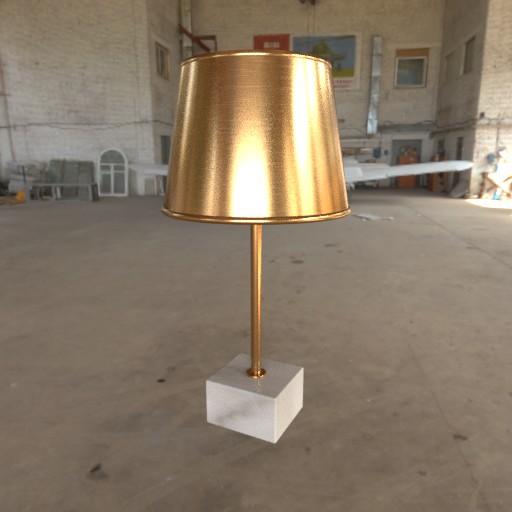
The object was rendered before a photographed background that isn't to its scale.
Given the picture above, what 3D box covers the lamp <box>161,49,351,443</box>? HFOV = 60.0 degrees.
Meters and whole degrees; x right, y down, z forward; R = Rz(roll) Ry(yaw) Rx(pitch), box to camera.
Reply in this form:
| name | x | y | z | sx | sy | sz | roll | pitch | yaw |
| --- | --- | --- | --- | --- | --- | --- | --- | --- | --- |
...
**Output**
| name | x | y | z | sx | sy | sz | roll | pitch | yaw |
| --- | --- | --- | --- | --- | --- | --- | --- | --- | --- |
| lamp | 0.000 | 0.000 | 0.508 | 0.208 | 0.406 | 0.208 | 0 | 13 | 0 |
